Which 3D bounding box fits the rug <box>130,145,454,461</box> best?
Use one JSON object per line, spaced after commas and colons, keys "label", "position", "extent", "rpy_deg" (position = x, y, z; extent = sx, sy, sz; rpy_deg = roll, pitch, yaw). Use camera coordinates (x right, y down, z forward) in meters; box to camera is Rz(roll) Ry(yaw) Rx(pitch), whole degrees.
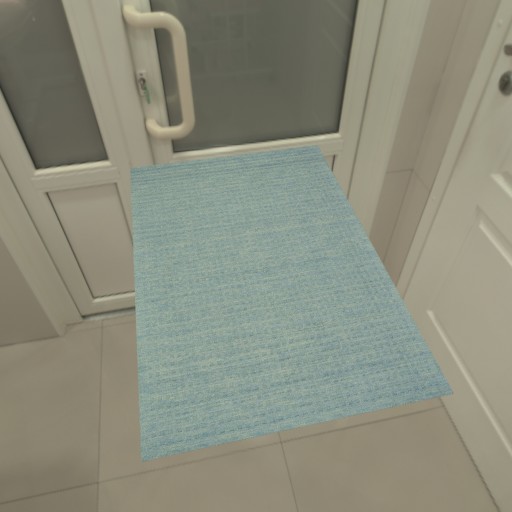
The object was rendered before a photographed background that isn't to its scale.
{"label": "rug", "position": [0.000, 0.000, 3.672], "extent": [1.982, 0.006, 2.895], "rpy_deg": [-9, 48, -8]}
